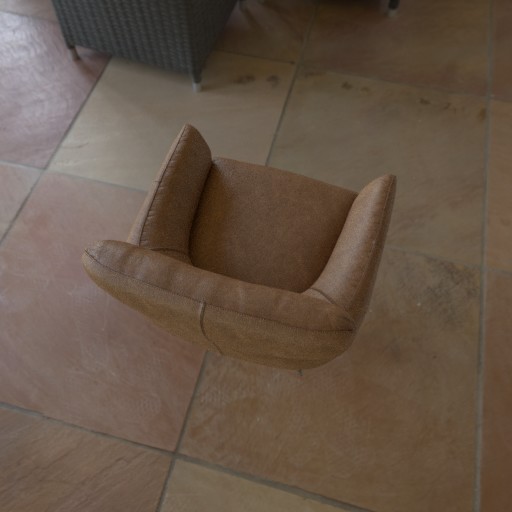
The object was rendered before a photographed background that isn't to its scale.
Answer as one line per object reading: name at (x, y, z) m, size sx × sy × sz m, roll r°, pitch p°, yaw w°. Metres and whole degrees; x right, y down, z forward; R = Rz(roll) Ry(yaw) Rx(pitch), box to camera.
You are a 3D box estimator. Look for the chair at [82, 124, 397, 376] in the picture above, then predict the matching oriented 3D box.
chair at (0.000, 0.000, 1.344) m, size 0.706 × 0.812 × 0.715 m, roll 16°, pitch 64°, yaw 8°
